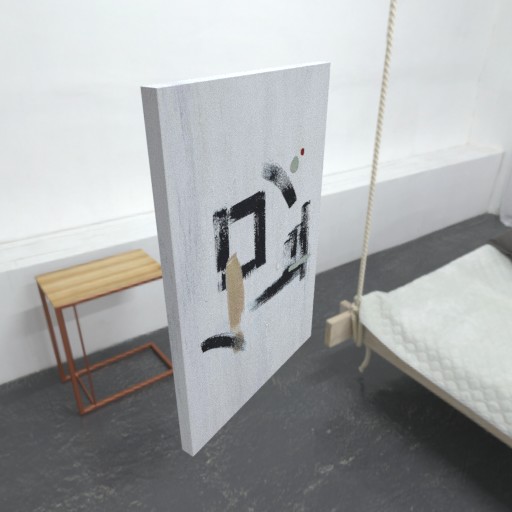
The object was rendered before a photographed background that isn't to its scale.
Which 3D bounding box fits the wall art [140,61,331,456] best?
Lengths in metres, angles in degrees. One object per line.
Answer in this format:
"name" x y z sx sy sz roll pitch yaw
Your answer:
"wall art" 0.000 0.000 1.184 0.043 0.914 0.624 19 33 31
